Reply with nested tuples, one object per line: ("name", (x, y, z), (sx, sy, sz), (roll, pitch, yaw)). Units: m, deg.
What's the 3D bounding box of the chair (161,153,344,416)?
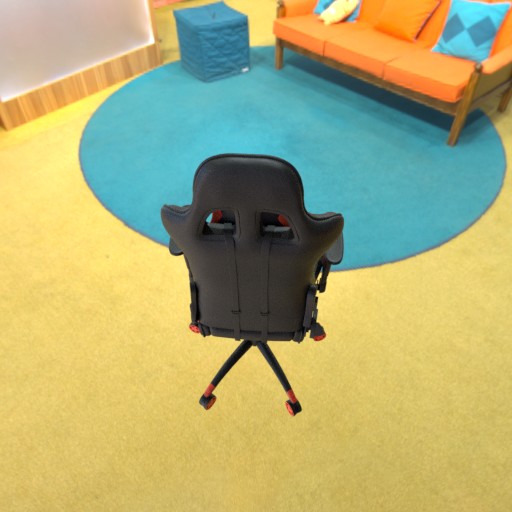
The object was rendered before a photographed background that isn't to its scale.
("chair", (0.000, 0.000, 1.761), (0.695, 1.282, 0.730), (3, 46, 3))
